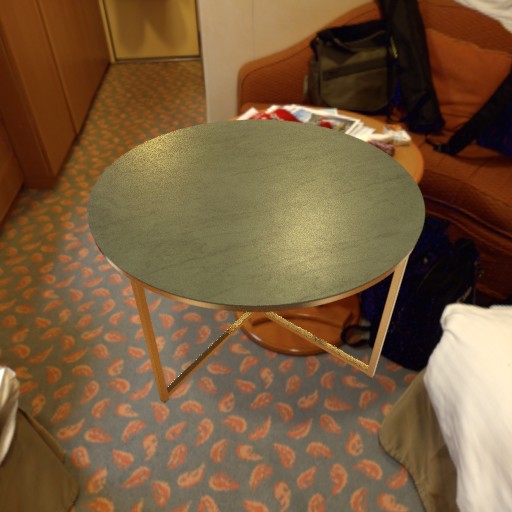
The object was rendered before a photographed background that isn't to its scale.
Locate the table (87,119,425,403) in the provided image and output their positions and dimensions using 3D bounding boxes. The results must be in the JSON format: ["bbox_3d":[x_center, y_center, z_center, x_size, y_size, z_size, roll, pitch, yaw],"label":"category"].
[{"bbox_3d":[0.000,0.000,1.238,0.800,0.450,0.800,0,40,0],"label":"table"}]
